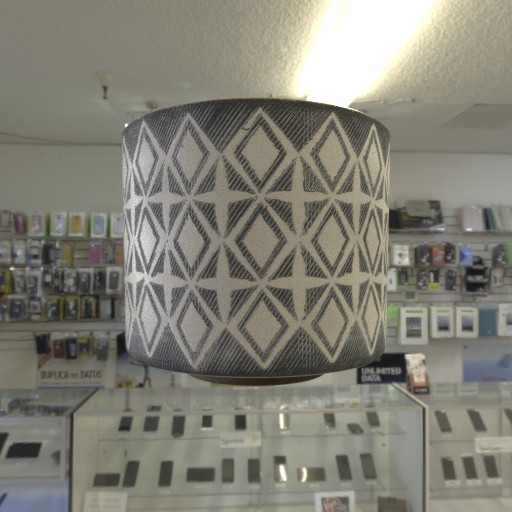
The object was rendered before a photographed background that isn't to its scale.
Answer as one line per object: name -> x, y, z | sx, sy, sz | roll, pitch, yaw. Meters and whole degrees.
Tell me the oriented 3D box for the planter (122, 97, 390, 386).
planter -> 0.000, 0.000, 0.329 | 0.192, 0.165, 0.192 | 0, -2, 0
